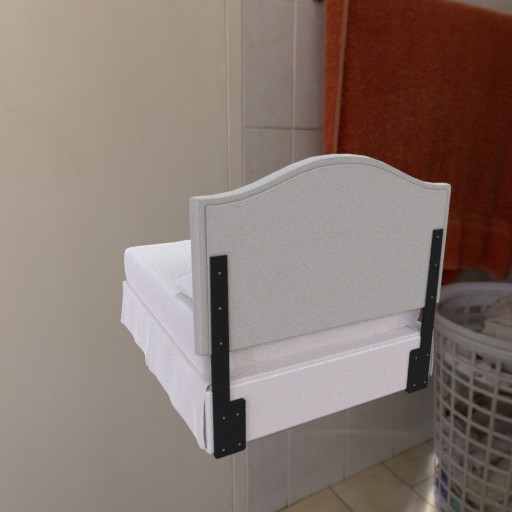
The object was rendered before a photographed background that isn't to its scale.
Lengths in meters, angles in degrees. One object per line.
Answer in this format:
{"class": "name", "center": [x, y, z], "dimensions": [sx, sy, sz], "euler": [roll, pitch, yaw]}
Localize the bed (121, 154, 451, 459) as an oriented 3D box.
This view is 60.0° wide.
{"class": "bed", "center": [0.000, 0.000, 3.507], "dimensions": [1.813, 1.607, 2.180], "euler": [-7, 16, -27]}
